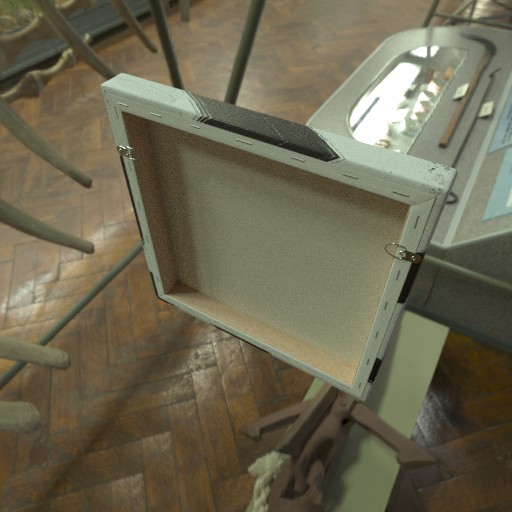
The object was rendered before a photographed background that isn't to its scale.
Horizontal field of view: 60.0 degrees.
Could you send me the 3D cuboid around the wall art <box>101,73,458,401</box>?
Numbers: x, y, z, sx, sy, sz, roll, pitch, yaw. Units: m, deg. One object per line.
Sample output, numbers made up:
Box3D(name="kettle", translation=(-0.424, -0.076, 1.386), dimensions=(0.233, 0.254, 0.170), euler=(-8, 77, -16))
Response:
Box3D(name="wall art", translation=(0.000, 0.000, 0.762), dimensions=(0.507, 0.508, 0.050), euler=(23, 50, 20))
